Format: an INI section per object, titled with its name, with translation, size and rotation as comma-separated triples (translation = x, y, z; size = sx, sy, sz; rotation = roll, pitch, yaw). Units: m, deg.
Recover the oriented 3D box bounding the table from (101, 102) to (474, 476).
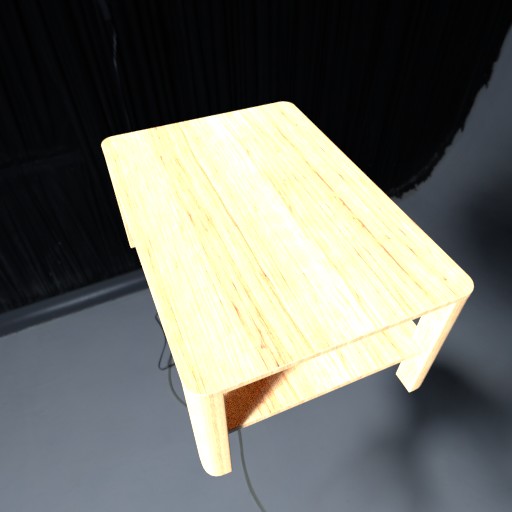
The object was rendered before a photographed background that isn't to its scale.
[table]
translation = 0.000, 0.000, 1.393
size = 0.696, 0.445, 0.997
rotation = -17, 48, -16
